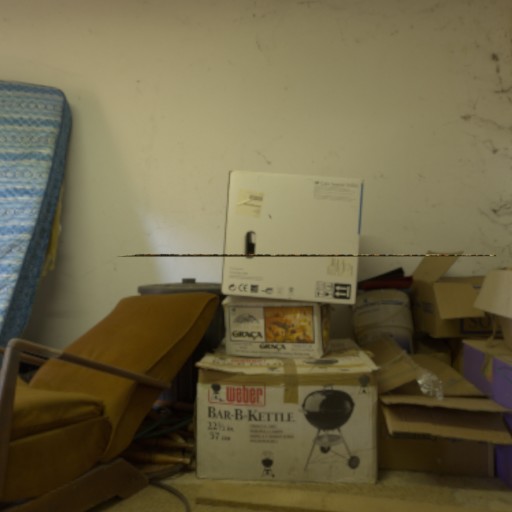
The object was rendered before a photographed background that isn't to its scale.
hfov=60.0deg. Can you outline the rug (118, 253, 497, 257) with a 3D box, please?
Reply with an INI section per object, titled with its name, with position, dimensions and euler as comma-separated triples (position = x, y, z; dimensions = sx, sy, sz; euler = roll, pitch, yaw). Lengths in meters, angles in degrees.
[rug]
position = 0.000, 0.000, 3.416
dimensions = 1.971, 0.010, 2.651
euler = 0, 0, -19
